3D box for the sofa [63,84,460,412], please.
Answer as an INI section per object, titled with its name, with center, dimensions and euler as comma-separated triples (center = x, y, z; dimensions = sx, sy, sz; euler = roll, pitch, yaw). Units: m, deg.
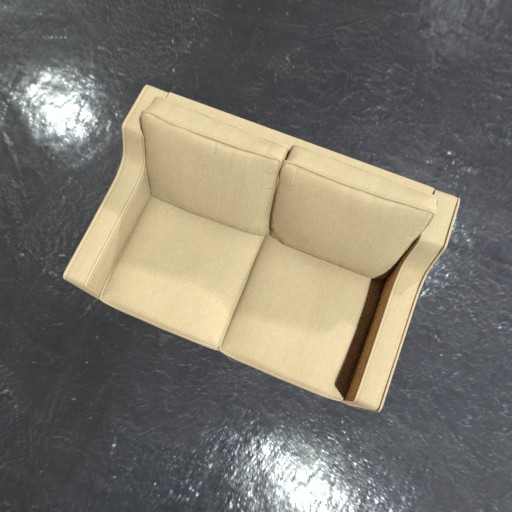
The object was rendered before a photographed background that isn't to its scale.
[sofa]
center = 0.000, 0.000, 2.175
dimensions = 1.501, 0.971, 0.987
euler = 22, 75, 6
